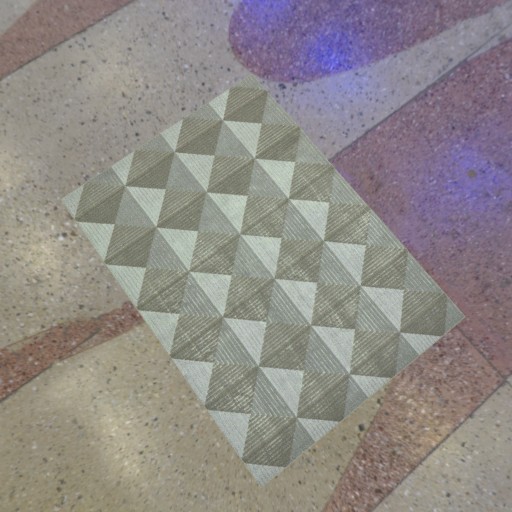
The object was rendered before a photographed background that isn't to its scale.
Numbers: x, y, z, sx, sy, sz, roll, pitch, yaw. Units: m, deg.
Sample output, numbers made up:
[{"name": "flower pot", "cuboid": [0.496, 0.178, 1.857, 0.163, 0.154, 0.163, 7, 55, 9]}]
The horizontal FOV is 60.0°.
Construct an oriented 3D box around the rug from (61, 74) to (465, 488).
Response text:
[{"name": "rug", "cuboid": [0.000, 0.000, 4.318, 2.428, 0.027, 3.333, -36, 78, -9]}]
